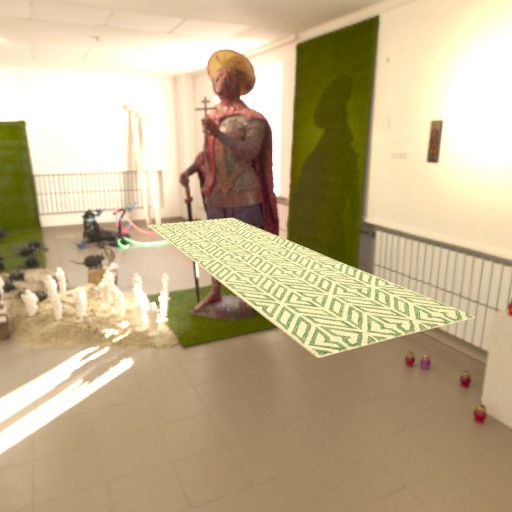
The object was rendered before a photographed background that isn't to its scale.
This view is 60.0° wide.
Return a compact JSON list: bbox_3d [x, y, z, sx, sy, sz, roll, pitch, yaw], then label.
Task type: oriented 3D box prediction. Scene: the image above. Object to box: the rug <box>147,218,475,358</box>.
[{"bbox_3d":[0.000,0.000,2.659,0.750,0.009,2.435,-7,17,-25],"label":"rug"}]
